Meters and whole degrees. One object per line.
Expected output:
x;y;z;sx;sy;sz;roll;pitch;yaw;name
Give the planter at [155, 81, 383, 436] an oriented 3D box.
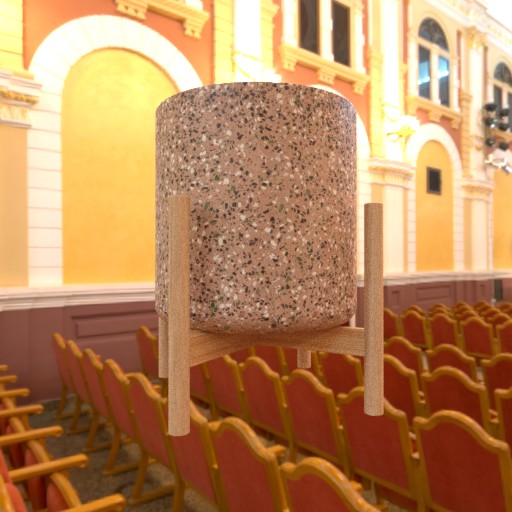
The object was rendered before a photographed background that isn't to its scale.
0.000;0.000;0.683;0.360;0.419;0.360;0;0;-37;planter
